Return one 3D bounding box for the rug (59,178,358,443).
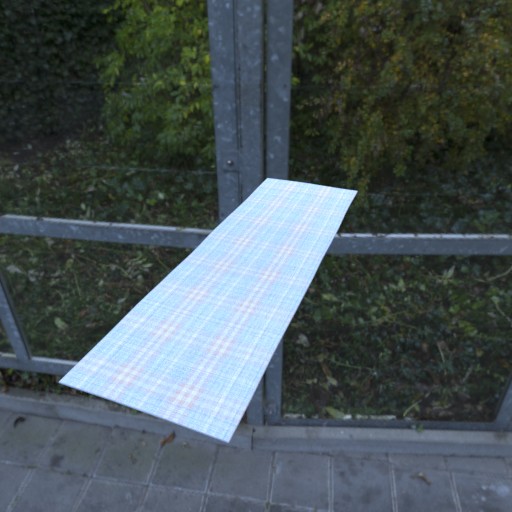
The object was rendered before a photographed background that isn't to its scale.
[{"bbox_3d":[0.000,0.000,2.653,0.762,0.013,2.439,12,33,18],"label":"rug"}]
